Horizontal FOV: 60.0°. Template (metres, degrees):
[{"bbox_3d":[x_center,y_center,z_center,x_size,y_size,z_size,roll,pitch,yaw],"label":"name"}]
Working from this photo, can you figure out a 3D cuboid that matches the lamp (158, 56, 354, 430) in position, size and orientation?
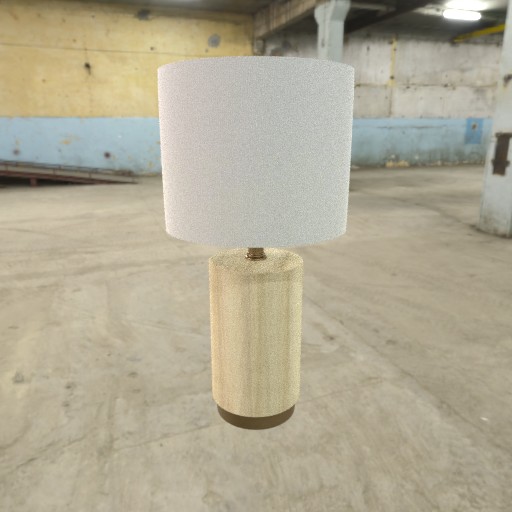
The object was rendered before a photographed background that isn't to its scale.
[{"bbox_3d":[0.000,0.000,0.577,0.228,0.444,0.228,2,15,9],"label":"lamp"}]
